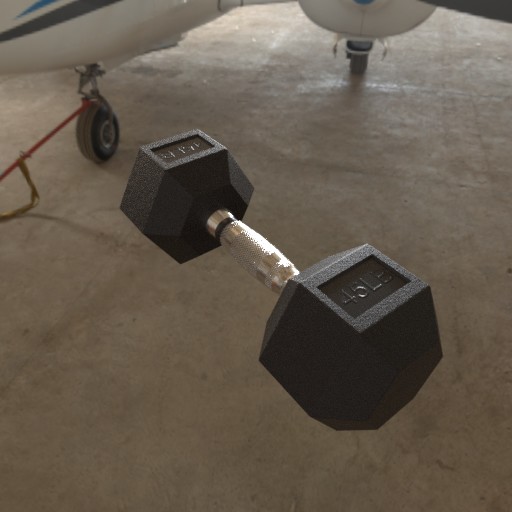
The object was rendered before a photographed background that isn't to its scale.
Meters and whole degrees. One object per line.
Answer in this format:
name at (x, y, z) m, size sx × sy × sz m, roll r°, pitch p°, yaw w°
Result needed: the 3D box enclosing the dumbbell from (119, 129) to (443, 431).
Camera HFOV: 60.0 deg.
dumbbell at (0.000, 0.000, 0.423) m, size 0.141 × 0.123 × 0.356 m, roll -27°, pitch 48°, yaw -27°
